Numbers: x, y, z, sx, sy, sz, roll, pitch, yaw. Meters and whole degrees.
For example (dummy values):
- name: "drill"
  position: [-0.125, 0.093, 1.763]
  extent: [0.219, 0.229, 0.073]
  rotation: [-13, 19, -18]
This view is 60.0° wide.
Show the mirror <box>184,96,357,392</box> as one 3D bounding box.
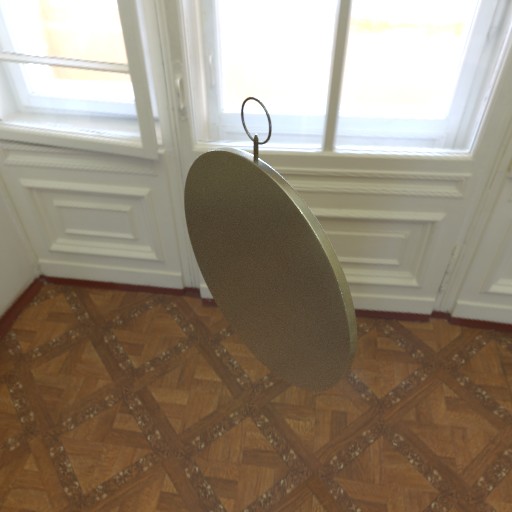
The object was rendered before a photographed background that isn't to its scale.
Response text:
- name: "mirror"
  position: [0.000, 0.000, 0.985]
  extent: [0.020, 0.713, 0.594]
  rotation: [-27, 48, -27]
